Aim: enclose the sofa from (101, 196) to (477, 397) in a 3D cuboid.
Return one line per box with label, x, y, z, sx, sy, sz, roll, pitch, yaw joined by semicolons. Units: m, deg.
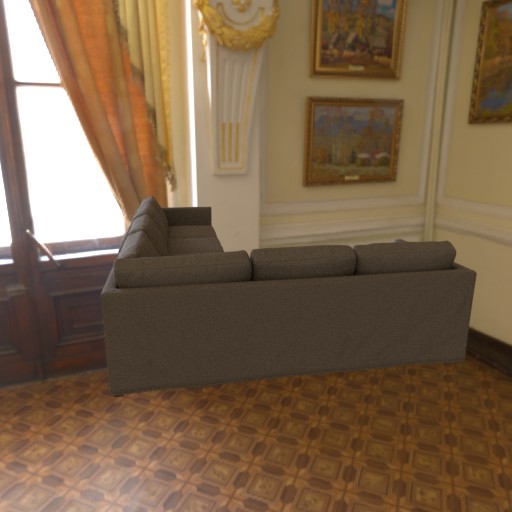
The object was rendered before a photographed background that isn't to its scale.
sofa;0.000;0.000;4.305;2.432;0.871;3.182;-3;15;-10
